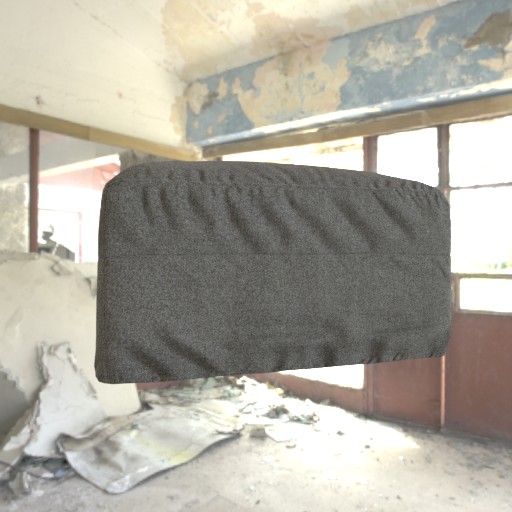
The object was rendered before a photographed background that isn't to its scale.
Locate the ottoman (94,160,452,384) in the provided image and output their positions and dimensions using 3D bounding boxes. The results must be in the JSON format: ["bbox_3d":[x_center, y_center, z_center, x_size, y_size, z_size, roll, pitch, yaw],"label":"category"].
[{"bbox_3d":[0.000,0.000,1.252,0.837,0.481,0.683,0,0,-17],"label":"ottoman"}]
